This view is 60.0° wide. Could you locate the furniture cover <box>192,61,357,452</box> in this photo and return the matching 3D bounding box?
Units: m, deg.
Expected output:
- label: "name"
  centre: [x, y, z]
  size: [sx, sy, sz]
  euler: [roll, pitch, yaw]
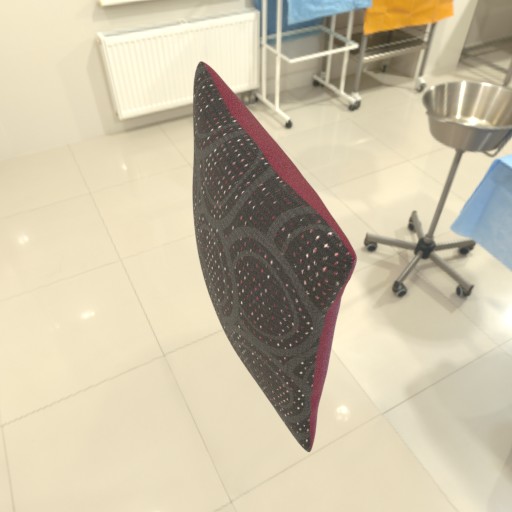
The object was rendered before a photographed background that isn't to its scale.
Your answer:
- label: "furniture cover"
  centre: [0.000, 0.000, 0.812]
  size: [0.193, 0.509, 0.552]
  euler: [-16, 47, -15]
